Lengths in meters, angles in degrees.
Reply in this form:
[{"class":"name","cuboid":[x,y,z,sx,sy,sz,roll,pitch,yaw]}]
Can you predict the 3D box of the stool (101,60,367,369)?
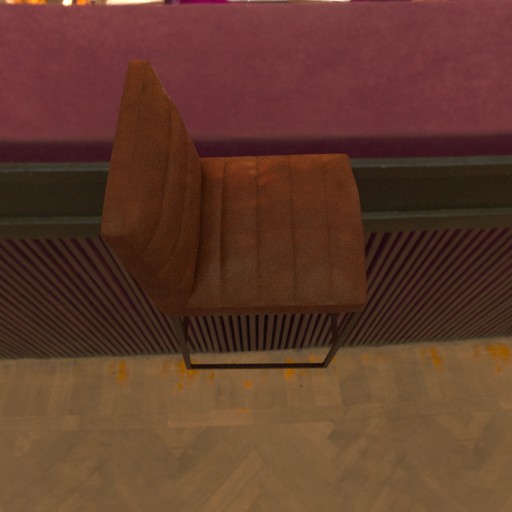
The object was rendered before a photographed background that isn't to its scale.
[{"class":"stool","cuboid":[0.000,0.000,1.324,0.562,1.065,0.463,0,63,0]}]
